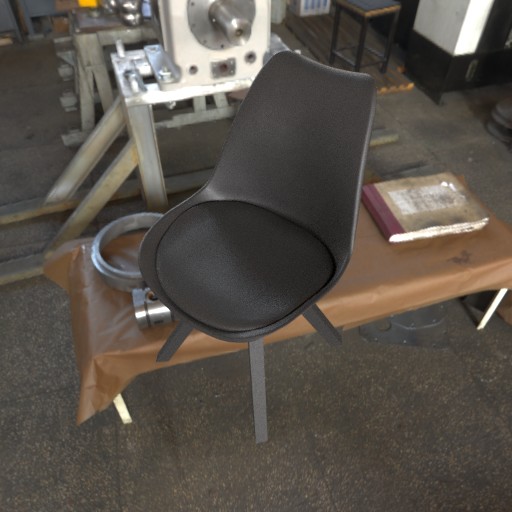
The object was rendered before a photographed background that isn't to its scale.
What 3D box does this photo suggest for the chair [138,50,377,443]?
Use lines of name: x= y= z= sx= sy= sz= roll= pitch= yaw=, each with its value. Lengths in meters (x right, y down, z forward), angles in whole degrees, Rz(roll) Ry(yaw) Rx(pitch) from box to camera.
chair: x=0.000 y=0.000 z=1.172 sx=0.485 sy=0.850 sz=0.550 roll=30 pitch=53 yaw=26
